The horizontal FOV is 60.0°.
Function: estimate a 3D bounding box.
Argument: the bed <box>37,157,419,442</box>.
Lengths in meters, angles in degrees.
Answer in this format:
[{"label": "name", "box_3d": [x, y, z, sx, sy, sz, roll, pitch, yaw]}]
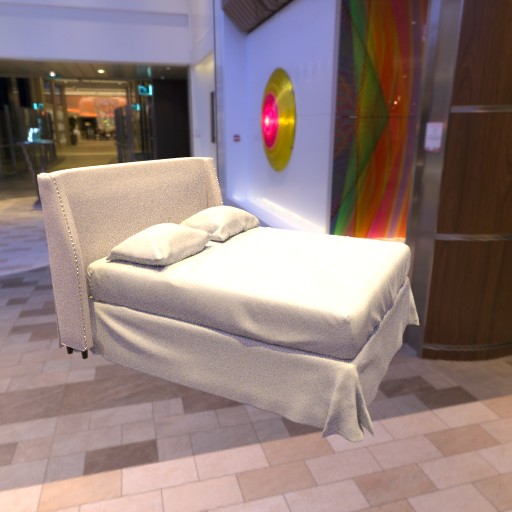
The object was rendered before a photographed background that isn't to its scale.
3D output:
[{"label": "bed", "box_3d": [0.000, 0.000, 3.371, 2.276, 1.332, 1.925, 8, 18, 27]}]
